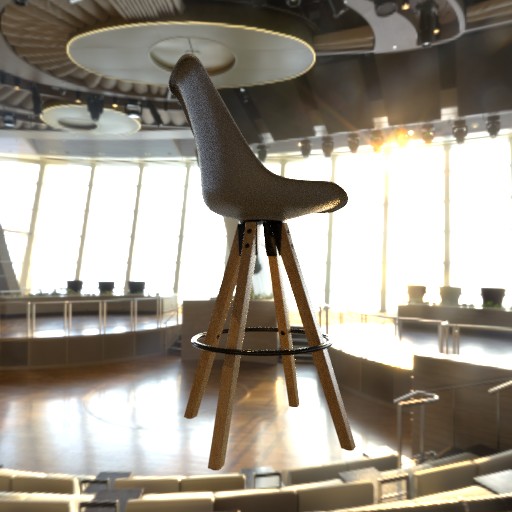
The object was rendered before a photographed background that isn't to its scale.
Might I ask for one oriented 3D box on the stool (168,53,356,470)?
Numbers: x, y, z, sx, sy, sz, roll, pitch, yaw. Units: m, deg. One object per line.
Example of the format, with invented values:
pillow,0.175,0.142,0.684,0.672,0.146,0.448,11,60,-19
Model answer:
stool,0.000,0.000,1.414,0.550,1.115,0.485,0,-1,-18
